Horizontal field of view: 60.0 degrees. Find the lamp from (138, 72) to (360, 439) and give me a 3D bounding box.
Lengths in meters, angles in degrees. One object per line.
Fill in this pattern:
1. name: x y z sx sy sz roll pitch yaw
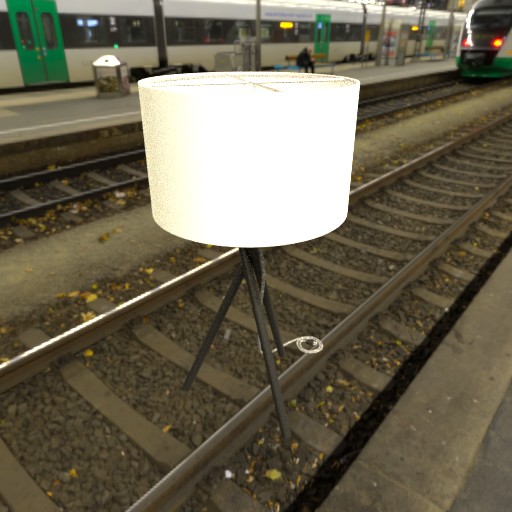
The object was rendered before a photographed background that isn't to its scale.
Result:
1. lamp: 0.000 0.000 0.903 0.353 0.674 0.422 9 28 17
